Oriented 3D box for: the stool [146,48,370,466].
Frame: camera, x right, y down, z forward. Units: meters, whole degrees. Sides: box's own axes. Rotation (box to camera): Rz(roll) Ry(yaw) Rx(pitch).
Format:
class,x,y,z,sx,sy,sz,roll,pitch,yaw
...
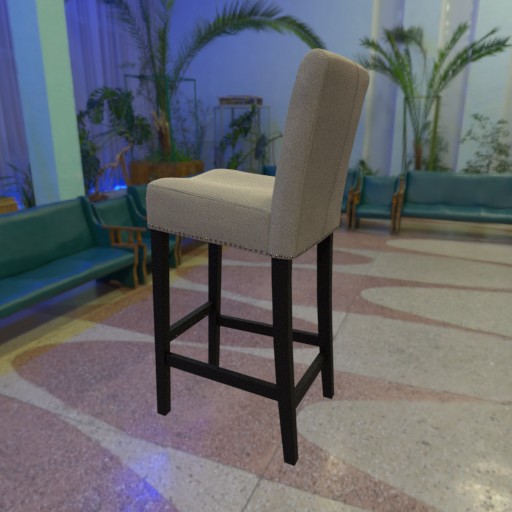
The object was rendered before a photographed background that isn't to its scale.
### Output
class,x,y,z,sx,sy,sz,roll,pitch,yaw
stool,0.000,0.000,1.311,0.548,1.047,0.411,8,18,25
